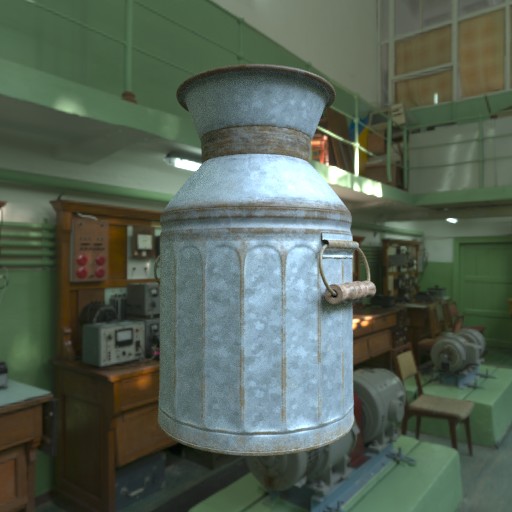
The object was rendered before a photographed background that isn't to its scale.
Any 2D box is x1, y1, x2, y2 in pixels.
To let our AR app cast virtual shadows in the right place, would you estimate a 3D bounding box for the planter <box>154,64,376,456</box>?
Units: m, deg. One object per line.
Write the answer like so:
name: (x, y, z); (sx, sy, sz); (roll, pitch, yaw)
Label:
planter: (0.000, 0.000, 0.498); (0.248, 0.358, 0.215); (0, -1, 37)
